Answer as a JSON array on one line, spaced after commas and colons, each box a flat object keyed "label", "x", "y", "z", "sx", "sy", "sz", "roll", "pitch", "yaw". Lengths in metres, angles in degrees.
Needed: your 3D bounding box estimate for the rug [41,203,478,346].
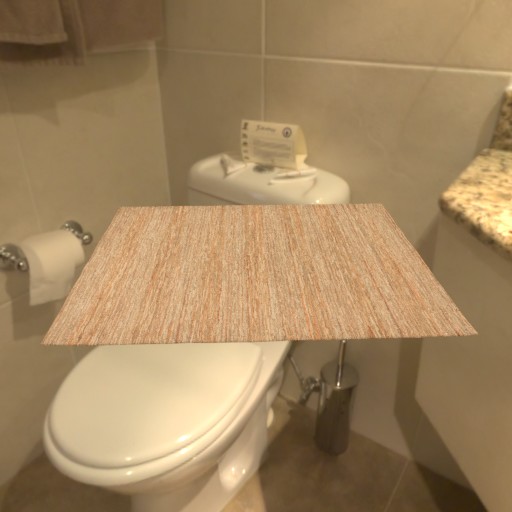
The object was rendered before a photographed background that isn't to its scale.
[{"label": "rug", "x": 0.000, "y": 0.000, "z": 3.948, "sx": 2.939, "sy": 0.009, "sz": 2.313, "roll": -1, "pitch": 29, "yaw": -2}]
